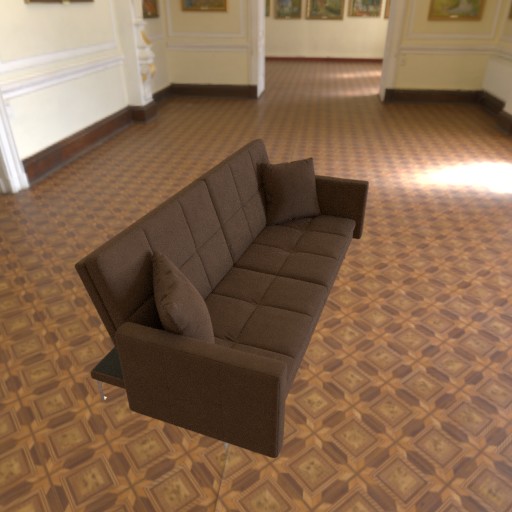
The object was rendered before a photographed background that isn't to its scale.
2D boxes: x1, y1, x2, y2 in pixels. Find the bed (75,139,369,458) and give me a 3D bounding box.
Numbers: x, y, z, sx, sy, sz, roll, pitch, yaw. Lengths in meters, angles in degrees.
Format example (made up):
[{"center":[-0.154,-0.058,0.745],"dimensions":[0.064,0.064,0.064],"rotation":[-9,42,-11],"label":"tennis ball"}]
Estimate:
[{"center":[0.000,0.000,2.369],"dimensions":[0.889,0.787,1.905],"rotation":[11,31,18],"label":"bed"}]
